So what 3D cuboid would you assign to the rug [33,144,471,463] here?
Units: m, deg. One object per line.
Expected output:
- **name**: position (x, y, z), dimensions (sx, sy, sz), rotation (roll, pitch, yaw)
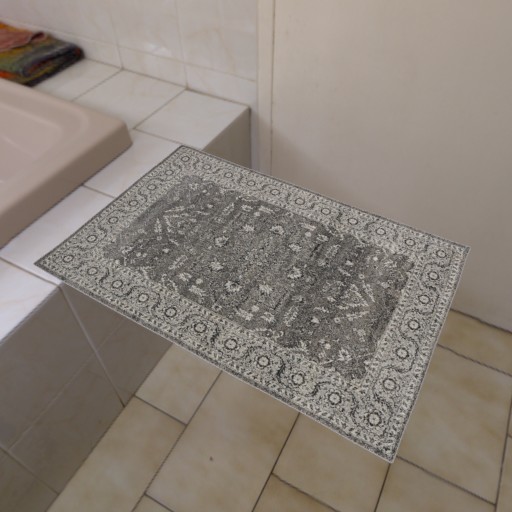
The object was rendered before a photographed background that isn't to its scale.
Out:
- **rug**: position (0.000, 0.000, 2.207), dimensions (1.828, 0.019, 1.209), rotation (23, 52, 20)
